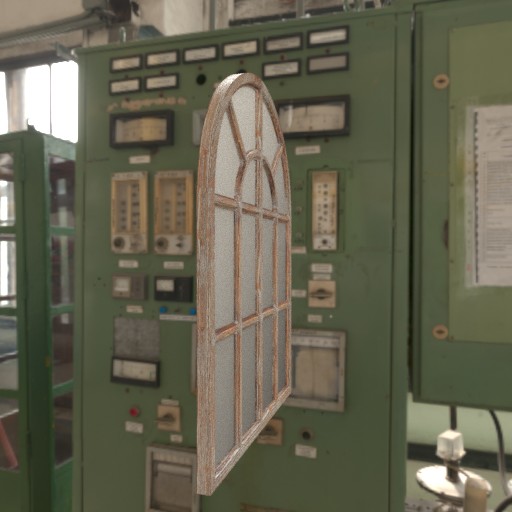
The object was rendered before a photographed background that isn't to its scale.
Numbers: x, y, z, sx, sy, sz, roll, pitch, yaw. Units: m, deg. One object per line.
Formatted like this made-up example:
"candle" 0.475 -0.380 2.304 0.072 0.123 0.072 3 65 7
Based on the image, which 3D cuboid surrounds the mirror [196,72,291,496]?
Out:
"mirror" 0.000 0.000 1.169 0.032 0.920 0.660 0 1 18
